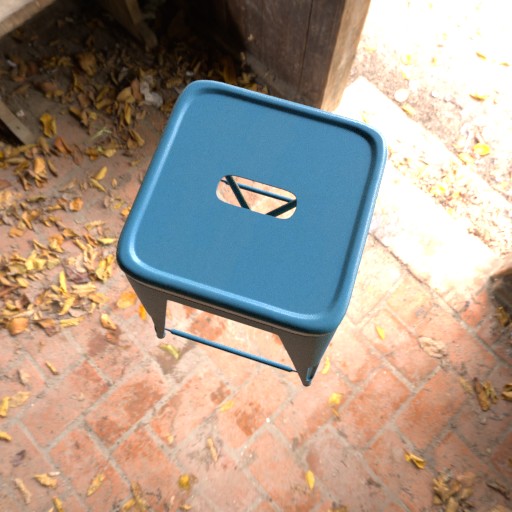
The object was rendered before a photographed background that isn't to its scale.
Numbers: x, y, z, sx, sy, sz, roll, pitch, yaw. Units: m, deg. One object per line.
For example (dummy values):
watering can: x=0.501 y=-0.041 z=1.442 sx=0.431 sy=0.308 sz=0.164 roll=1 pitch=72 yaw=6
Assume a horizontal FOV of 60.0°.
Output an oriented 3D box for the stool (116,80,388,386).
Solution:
stool: x=0.000 y=0.000 z=0.877 sx=0.410 sy=0.608 sz=0.410 roll=17 pitch=75 yaw=5
